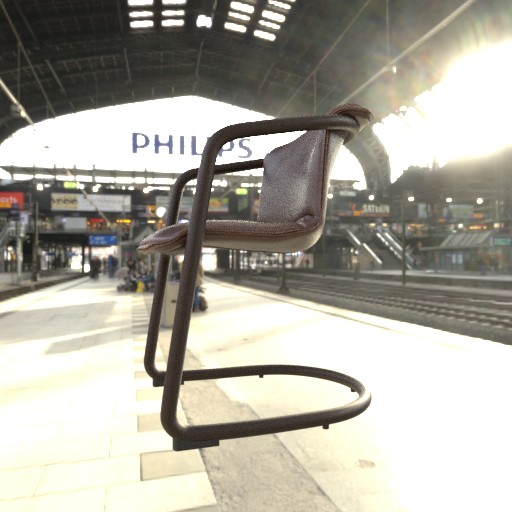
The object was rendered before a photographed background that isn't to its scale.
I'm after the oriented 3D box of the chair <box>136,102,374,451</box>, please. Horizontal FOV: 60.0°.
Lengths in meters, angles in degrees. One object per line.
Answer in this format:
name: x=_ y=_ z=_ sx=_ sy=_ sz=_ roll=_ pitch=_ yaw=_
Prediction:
chair: x=0.000 y=0.000 z=1.275 sx=0.664 sy=0.836 sz=0.536 roll=0 pitch=-1 yaw=-18
